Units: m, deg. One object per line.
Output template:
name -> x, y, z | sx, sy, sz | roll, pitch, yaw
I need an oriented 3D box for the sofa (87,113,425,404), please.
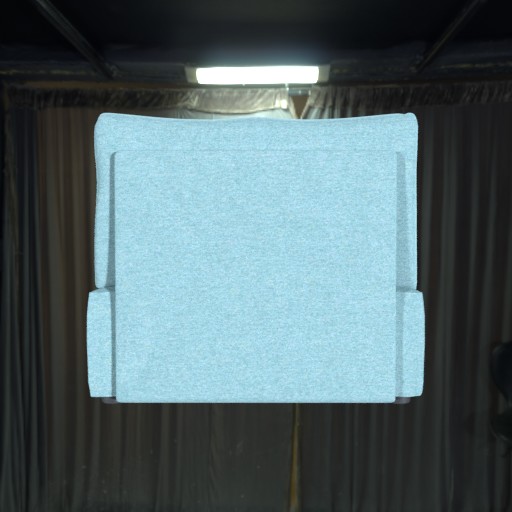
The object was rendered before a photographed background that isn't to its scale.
sofa -> 0.000, 0.000, 1.696 | 0.930, 0.820, 1.000 | 0, 1, 0
